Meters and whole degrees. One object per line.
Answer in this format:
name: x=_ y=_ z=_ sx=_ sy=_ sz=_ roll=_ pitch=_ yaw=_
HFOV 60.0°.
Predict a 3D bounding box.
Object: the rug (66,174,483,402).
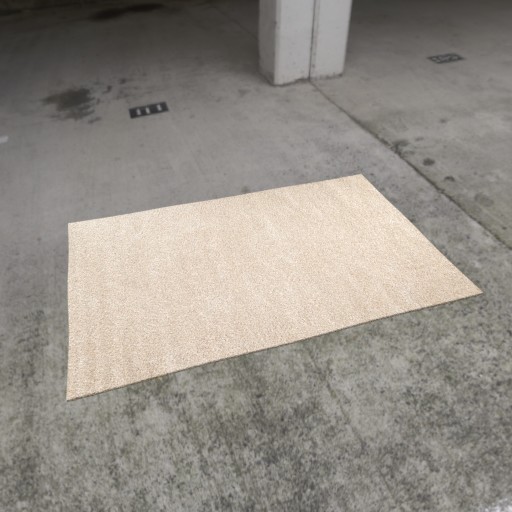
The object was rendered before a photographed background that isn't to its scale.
rug: x=0.000 y=0.000 z=2.906 sx=2.346 sy=0.025 sz=1.500 roll=-12 pitch=41 yaw=-14
